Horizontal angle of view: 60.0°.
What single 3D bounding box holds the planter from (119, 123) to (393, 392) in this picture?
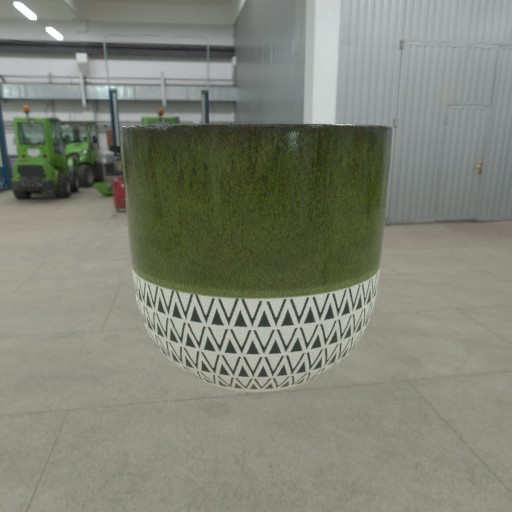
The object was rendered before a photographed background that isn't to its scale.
[{"bbox_3d":[0.000,0.000,0.484,0.266,0.270,0.266,0,15,0],"label":"planter"}]
